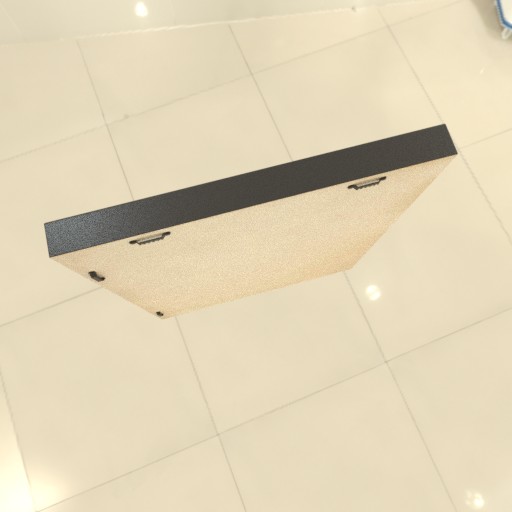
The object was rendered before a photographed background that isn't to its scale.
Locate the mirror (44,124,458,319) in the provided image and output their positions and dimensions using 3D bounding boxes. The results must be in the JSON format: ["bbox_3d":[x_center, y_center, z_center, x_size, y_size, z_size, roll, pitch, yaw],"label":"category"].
[{"bbox_3d":[0.000,0.000,0.673,0.405,0.508,0.041,-15,76,-4],"label":"mirror"}]
